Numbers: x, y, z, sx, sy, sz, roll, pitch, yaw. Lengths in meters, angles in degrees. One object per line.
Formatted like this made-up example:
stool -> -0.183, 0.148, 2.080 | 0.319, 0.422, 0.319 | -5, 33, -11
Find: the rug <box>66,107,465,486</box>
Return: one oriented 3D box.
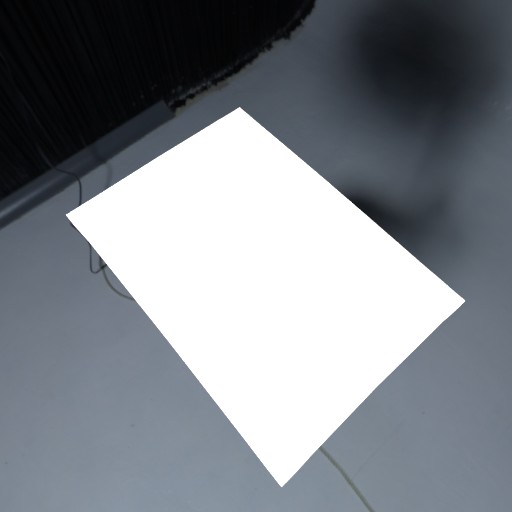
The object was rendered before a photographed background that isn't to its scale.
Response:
rug -> 0.000, 0.000, 3.780 | 2.032, 0.038, 2.869 | -37, 68, -18
